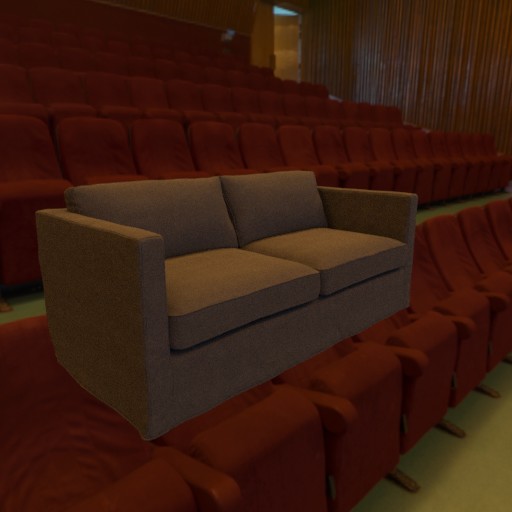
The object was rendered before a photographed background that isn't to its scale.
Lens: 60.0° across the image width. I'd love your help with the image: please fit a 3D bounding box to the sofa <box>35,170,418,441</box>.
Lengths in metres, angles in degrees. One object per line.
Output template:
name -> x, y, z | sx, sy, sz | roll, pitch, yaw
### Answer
sofa -> 0.000, 0.000, 2.440 | 1.982, 0.855, 0.953 | -13, 19, -43
